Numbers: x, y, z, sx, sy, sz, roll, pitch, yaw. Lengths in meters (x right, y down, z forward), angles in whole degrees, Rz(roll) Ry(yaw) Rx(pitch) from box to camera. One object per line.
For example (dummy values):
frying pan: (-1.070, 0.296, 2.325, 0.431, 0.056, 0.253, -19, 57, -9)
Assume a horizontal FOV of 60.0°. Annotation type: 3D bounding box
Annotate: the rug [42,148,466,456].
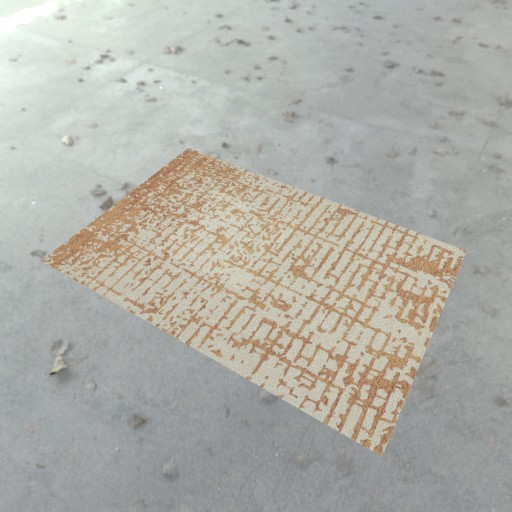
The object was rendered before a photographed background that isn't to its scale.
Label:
rug: (0.000, 0.000, 2.291, 1.829, 0.011, 1.219, 24, 51, 21)
